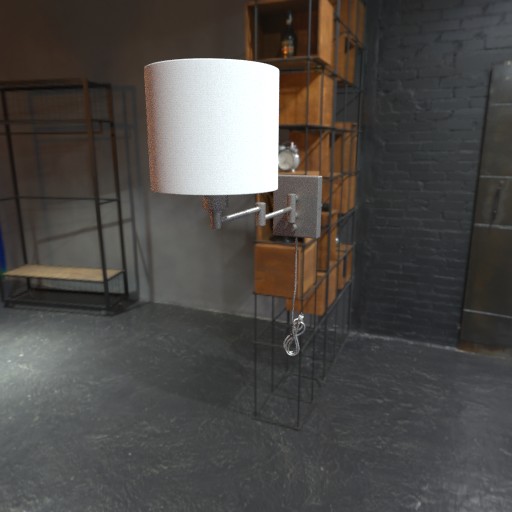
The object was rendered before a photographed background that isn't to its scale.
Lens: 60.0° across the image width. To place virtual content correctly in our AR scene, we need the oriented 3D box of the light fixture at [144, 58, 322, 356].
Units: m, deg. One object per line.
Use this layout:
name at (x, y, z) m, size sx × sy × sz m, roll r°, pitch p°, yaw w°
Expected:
light fixture at (0.000, 0.000, 0.892) m, size 0.203 × 0.651 × 0.516 m, roll 6°, pitch 15°, yaw 24°
